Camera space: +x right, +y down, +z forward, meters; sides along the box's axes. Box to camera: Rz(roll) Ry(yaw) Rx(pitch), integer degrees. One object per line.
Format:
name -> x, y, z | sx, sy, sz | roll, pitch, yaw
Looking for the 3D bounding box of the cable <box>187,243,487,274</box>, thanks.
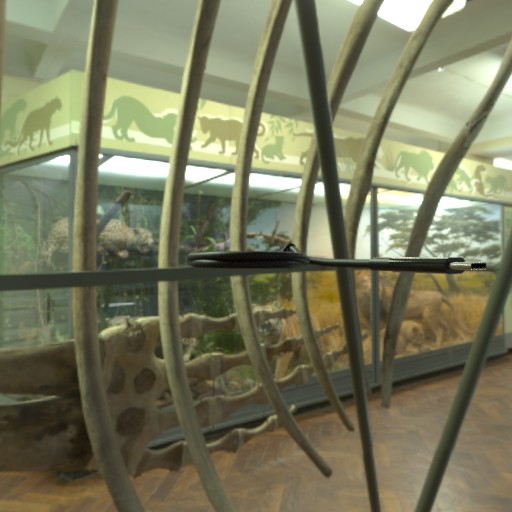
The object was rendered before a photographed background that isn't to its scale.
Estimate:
cable -> 0.000, 0.000, 0.227 | 0.070, 0.014, 0.203 | 0, 0, -35
